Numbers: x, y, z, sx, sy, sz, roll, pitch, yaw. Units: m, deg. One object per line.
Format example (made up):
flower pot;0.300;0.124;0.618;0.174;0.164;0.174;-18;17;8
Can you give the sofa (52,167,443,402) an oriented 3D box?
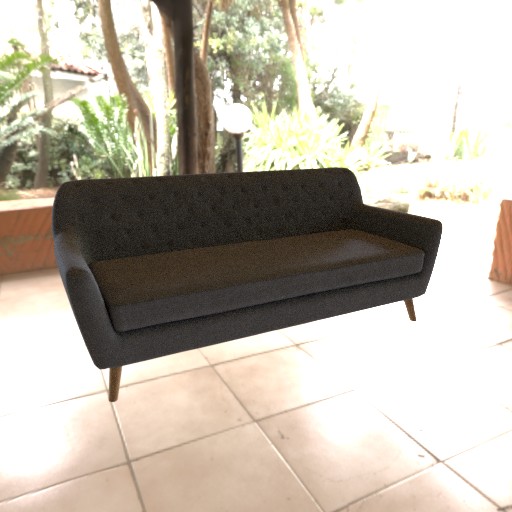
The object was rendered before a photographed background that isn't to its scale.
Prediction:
sofa;0.000;0.000;2.406;1.970;0.830;0.830;-8;18;-26
